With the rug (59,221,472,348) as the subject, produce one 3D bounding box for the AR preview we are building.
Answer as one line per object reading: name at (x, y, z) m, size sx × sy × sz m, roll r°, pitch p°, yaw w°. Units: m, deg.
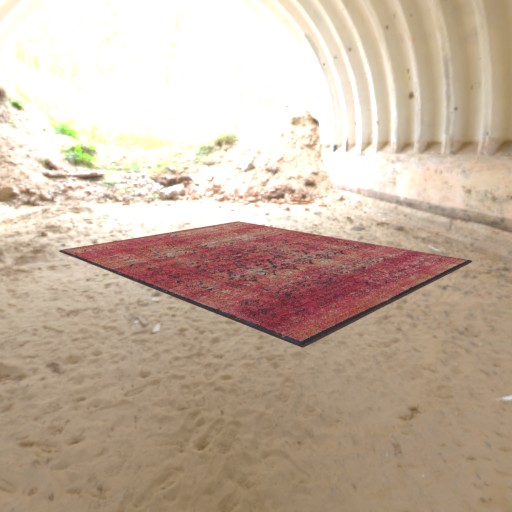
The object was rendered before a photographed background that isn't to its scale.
rug at (0.000, 0.000, 4.130) m, size 3.032 × 0.020 × 2.411 m, roll 13°, pitch 19°, yaw 43°
